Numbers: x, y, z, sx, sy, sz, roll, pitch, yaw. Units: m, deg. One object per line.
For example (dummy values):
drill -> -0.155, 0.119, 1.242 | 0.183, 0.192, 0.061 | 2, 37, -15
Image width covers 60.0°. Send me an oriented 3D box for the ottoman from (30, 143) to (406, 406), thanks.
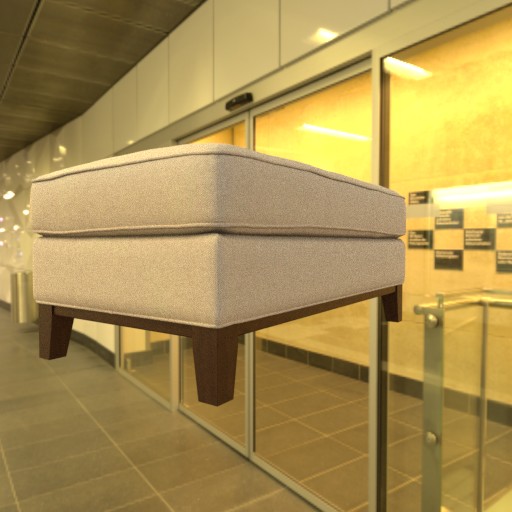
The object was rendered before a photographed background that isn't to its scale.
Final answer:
ottoman -> 0.000, 0.000, 1.410 | 0.648, 0.508, 1.143 | 1, 2, 35
